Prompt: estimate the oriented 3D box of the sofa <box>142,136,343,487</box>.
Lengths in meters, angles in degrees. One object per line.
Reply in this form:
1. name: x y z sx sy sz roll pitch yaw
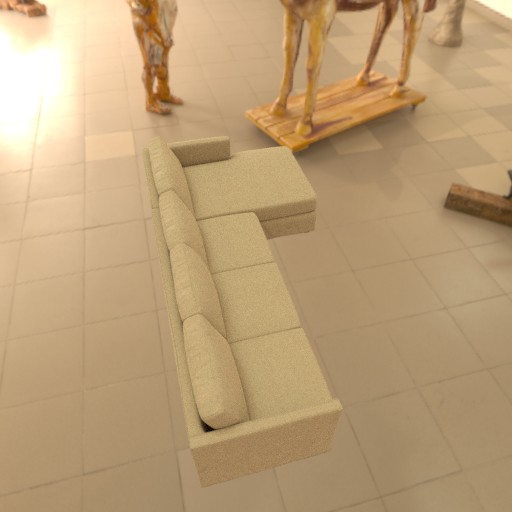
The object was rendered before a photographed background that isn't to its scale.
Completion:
1. sofa: 0.000 0.000 3.850 1.622 0.867 3.177 -11 47 -10
